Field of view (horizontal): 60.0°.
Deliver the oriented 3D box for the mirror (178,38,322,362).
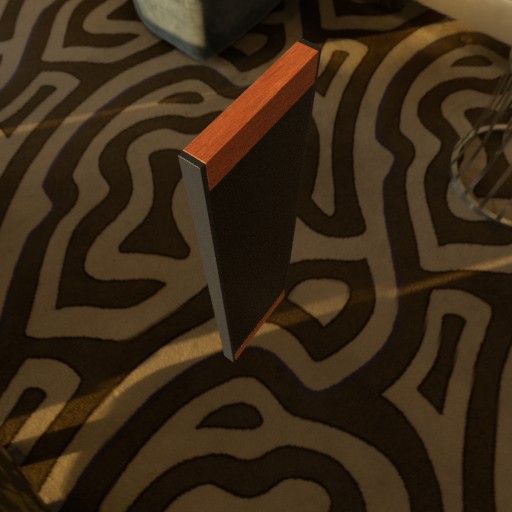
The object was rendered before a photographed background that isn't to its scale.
[{"bbox_3d":[0.000,0.000,1.232,0.047,1.123,0.343,33,67,16],"label":"mirror"}]
